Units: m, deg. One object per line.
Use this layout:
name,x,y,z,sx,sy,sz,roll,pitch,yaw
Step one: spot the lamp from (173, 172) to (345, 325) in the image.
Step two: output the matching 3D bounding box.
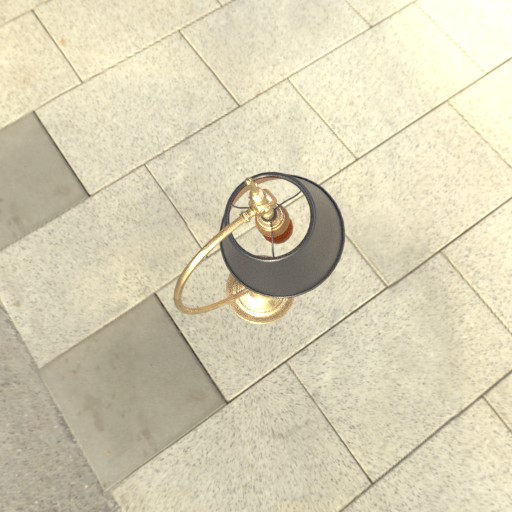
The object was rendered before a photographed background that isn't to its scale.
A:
lamp,0.000,0.000,0.830,0.344,0.675,0.235,-36,77,-10
